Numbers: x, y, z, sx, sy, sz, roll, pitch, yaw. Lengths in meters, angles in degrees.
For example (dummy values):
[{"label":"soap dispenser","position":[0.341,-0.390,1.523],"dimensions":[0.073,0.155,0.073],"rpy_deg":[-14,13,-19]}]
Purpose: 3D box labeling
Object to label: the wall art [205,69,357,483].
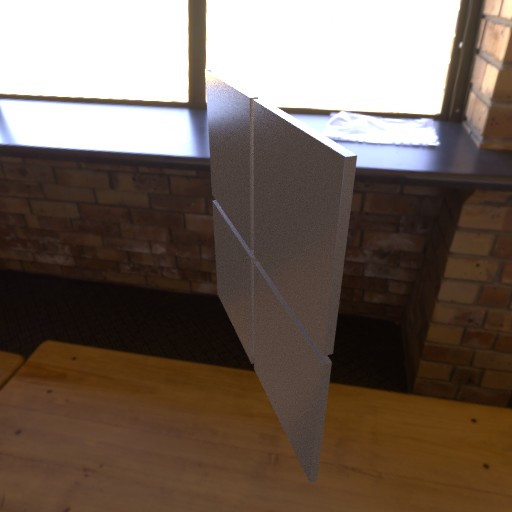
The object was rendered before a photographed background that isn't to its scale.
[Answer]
[{"label":"wall art","position":[0.000,0.000,1.631],"dimensions":[0.029,1.118,1.118],"rpy_deg":[-11,33,-17]}]
